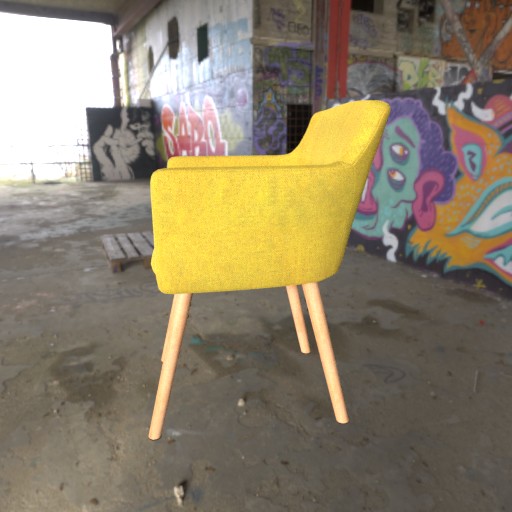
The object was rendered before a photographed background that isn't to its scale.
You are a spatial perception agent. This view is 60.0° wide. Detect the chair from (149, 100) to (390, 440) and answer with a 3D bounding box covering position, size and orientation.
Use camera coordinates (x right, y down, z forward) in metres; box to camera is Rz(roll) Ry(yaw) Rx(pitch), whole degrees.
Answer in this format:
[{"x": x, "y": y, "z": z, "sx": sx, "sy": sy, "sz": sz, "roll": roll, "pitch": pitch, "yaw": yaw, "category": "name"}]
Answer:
[{"x": 0.000, "y": 0.000, "z": 1.178, "sx": 0.570, "sy": 0.780, "sz": 0.570, "roll": -2, "pitch": 15, "yaw": -7, "category": "chair"}]
